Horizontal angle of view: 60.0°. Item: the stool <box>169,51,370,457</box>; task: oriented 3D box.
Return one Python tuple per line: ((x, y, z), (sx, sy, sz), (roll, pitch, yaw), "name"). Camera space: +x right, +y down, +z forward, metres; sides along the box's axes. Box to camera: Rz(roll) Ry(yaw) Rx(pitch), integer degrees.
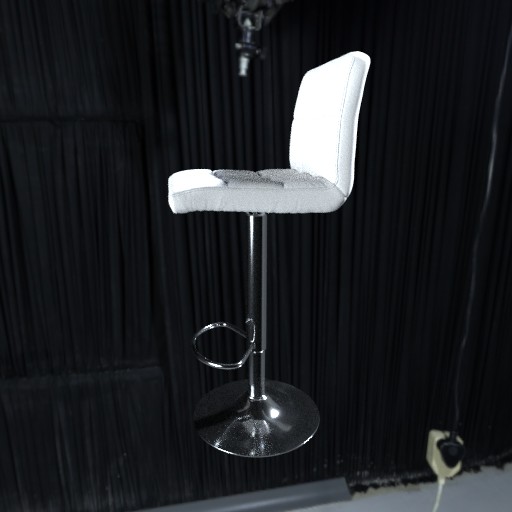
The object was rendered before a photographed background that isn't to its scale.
((0.000, 0.000, 1.356), (0.505, 1.115, 0.430), (-3, 16, -10), "stool")
